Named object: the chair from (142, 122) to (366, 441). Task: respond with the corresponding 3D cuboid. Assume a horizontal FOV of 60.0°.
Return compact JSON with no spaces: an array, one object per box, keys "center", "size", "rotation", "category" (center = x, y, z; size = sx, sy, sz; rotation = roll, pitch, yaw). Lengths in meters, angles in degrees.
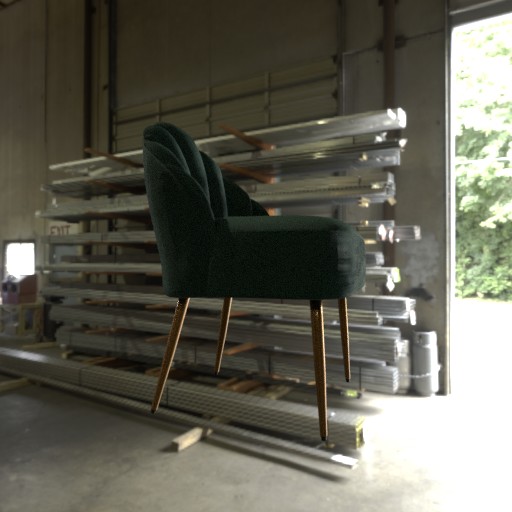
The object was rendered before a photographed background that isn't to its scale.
[{"center":[0.000,0.000,1.288],"size":[0.599,0.819,0.657],"rotation":[0,-1,18],"category":"chair"}]
